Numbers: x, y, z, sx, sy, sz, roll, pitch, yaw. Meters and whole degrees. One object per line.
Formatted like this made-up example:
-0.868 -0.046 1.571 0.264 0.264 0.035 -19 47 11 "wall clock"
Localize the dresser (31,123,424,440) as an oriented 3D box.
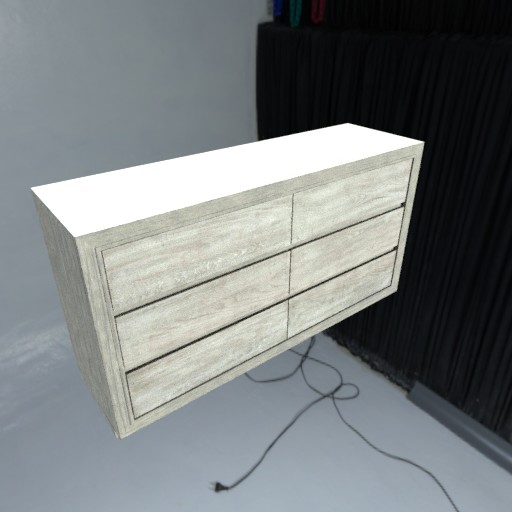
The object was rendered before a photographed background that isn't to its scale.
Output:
0.000 0.000 2.039 1.628 0.889 0.483 -21 35 -32 "dresser"
